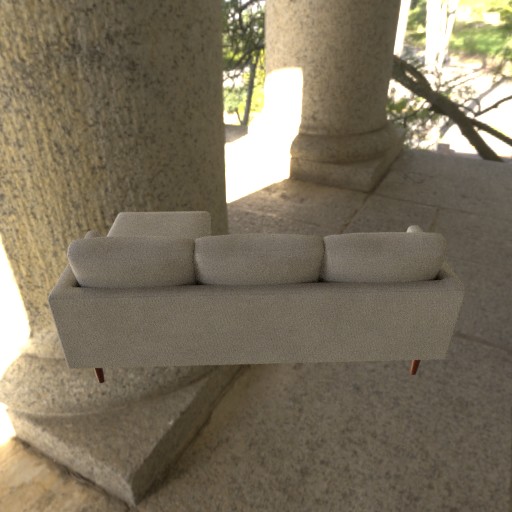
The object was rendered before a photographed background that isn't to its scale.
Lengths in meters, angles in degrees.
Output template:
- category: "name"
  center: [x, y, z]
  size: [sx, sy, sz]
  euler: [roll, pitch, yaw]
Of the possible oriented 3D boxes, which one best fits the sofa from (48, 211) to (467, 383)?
- category: "sofa"
  center: [0.000, 0.000, 3.074]
  size: [2.233, 0.956, 1.504]
  euler: [-1, 31, -2]
